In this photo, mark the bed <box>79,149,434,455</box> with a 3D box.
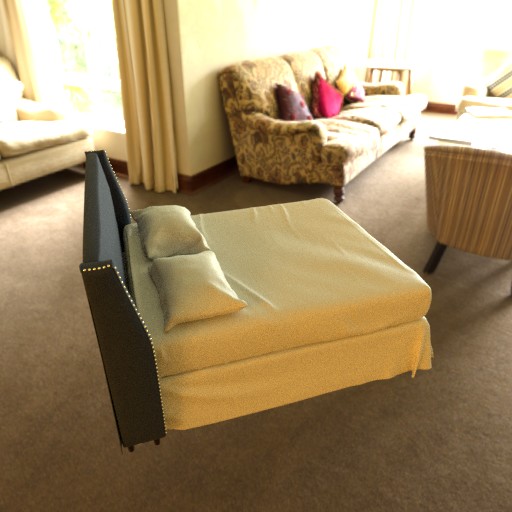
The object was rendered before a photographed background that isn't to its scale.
[{"bbox_3d":[0.000,0.000,3.367,2.276,1.332,1.925,-9,32,-15],"label":"bed"}]
